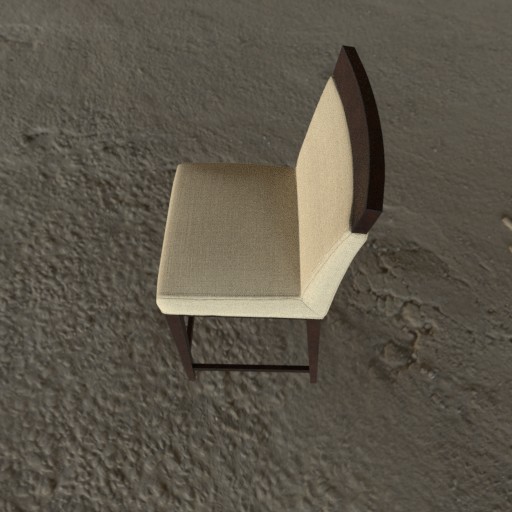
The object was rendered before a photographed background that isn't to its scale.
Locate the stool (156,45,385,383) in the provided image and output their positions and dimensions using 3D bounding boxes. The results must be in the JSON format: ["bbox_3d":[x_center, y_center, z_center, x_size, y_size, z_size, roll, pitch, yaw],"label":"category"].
[{"bbox_3d":[0.000,0.000,1.407,0.531,1.117,0.511,1,57,1],"label":"stool"}]
